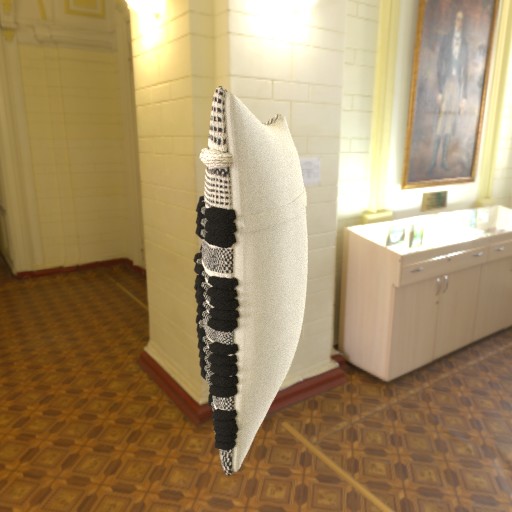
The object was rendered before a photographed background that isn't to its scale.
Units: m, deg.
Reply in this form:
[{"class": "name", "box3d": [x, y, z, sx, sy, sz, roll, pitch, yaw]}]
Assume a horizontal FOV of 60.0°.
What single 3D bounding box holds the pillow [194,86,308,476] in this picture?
[{"class": "pillow", "box3d": [0.000, 0.000, 0.675, 0.156, 0.438, 0.436, 3, 15, 10]}]
